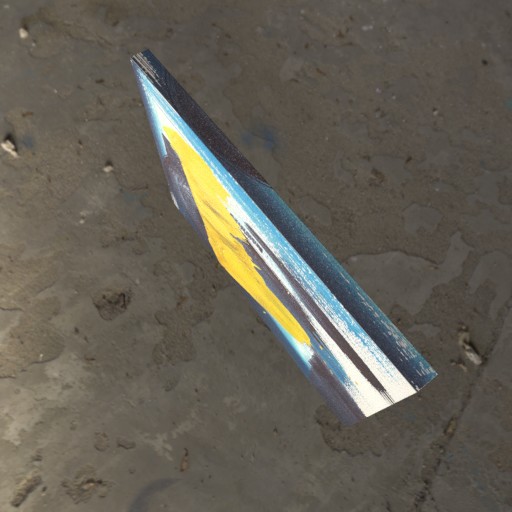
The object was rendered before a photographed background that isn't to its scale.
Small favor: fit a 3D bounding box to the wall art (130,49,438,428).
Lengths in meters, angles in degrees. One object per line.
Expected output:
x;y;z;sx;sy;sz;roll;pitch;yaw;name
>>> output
0.000;0.000;0.752;0.033;0.406;0.609;-33;68;-15;wall art
